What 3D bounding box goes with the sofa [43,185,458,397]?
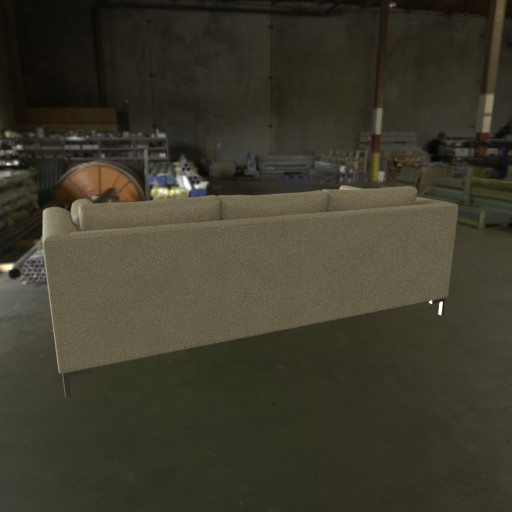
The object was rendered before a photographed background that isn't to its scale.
[{"bbox_3d":[0.000,0.000,2.843,2.415,0.867,0.969,-7,16,-24],"label":"sofa"}]
